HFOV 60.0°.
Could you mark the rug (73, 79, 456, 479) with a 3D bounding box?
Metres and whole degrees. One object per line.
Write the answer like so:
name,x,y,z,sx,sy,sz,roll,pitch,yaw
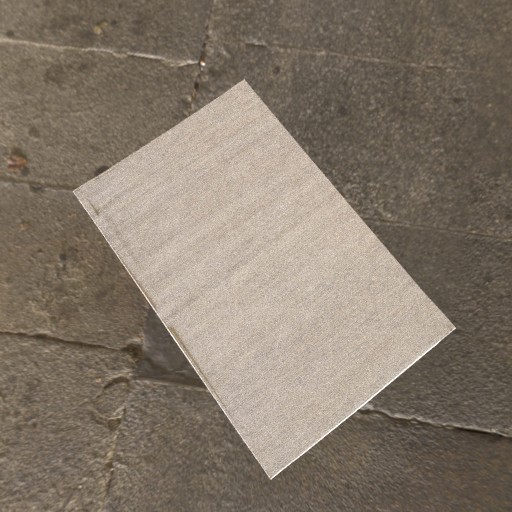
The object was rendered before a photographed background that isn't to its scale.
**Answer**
rug,0.000,0.000,2.339,1.179,0.022,1.820,-36,78,-9
